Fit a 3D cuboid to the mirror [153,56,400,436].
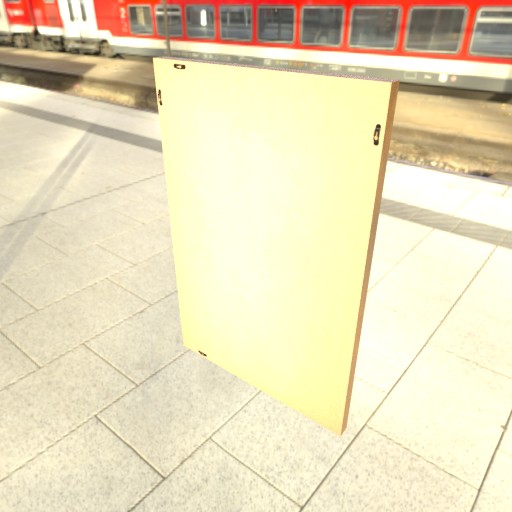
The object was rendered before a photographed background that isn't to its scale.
[{"bbox_3d":[0.000,0.000,1.158,0.609,0.915,0.040,21,36,32],"label":"mirror"}]
